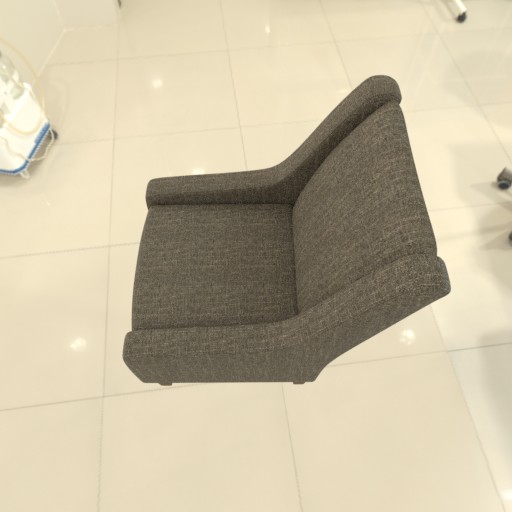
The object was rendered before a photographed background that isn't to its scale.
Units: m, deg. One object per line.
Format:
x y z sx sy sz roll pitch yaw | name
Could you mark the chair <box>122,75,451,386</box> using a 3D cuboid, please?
0.000 0.000 1.673 0.944 1.012 0.793 -1 59 0 | chair
